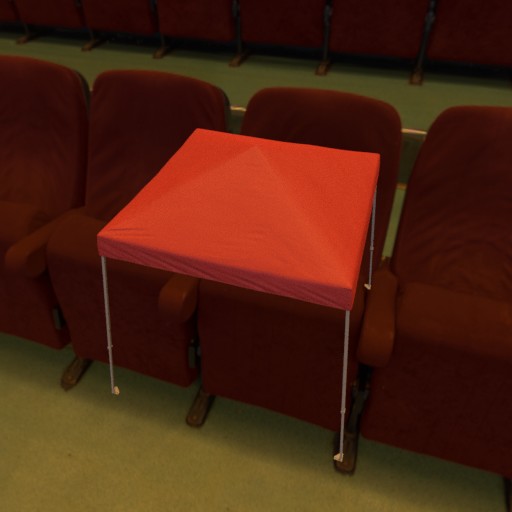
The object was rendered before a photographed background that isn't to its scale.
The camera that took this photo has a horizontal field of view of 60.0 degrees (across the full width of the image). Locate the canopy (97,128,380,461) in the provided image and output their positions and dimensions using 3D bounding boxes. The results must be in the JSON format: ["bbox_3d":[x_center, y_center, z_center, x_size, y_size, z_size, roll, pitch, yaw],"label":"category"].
[{"bbox_3d":[0.000,0.000,6.631,3.600,3.600,3.599,12,42,13],"label":"canopy"}]
